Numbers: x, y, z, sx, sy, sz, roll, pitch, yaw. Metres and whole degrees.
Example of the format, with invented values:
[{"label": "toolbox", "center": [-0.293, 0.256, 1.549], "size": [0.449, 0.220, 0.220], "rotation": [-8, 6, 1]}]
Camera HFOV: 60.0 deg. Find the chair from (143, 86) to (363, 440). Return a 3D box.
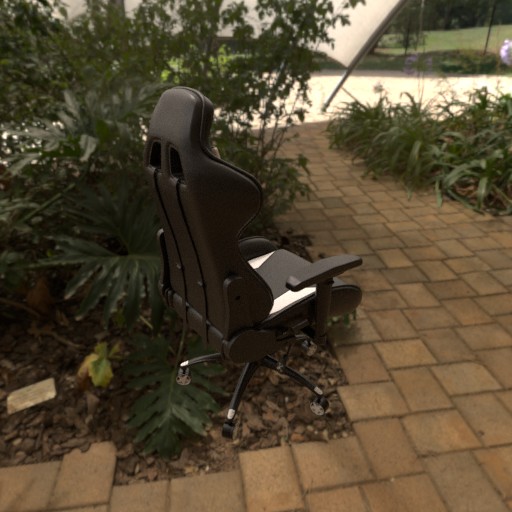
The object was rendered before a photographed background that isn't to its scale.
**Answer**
[{"label": "chair", "center": [0.000, 0.000, 1.750], "size": [0.695, 1.285, 0.730], "rotation": [-19, 32, -33]}]
